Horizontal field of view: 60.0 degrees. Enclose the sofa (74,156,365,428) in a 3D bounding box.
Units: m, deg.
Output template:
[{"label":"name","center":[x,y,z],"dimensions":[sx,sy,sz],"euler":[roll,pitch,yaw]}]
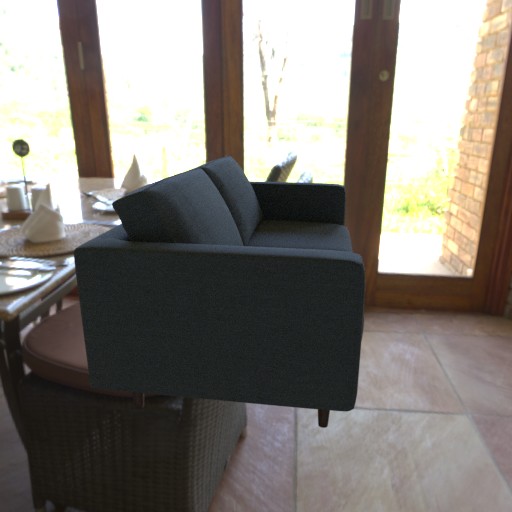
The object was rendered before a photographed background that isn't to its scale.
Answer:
[{"label":"sofa","center":[0.000,0.000,2.275],"dimensions":[0.999,0.907,1.659],"euler":[3,18,8]}]
